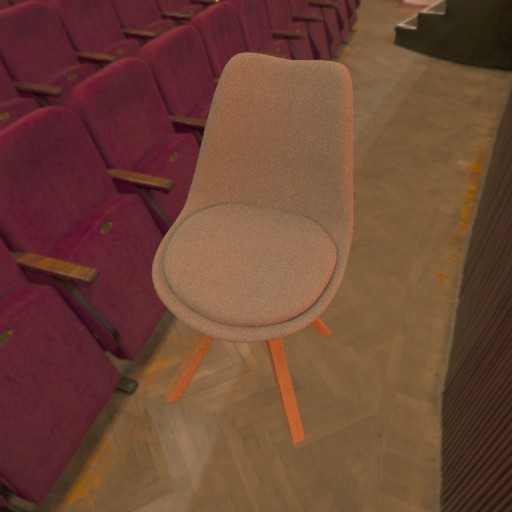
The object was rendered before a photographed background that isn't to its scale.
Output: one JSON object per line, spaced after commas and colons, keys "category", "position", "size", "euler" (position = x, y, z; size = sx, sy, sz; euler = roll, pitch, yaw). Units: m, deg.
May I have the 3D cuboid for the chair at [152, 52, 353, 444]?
{"category": "chair", "position": [0.000, 0.000, 1.179], "size": [0.474, 0.863, 0.549], "euler": [13, 43, 14]}
